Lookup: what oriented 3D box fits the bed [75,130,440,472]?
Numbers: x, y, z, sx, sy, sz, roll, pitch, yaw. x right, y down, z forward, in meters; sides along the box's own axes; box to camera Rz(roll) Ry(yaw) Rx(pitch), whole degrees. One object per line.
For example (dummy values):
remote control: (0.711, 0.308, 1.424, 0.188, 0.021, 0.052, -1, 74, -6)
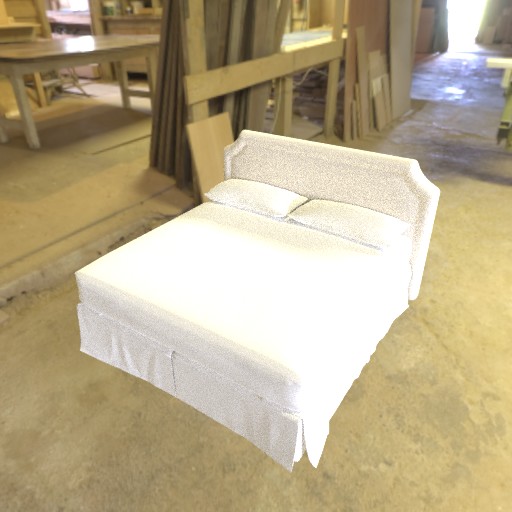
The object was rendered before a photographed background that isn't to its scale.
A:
bed: (0.000, 0.000, 3.532, 2.160, 1.301, 2.204, 19, 35, 29)
